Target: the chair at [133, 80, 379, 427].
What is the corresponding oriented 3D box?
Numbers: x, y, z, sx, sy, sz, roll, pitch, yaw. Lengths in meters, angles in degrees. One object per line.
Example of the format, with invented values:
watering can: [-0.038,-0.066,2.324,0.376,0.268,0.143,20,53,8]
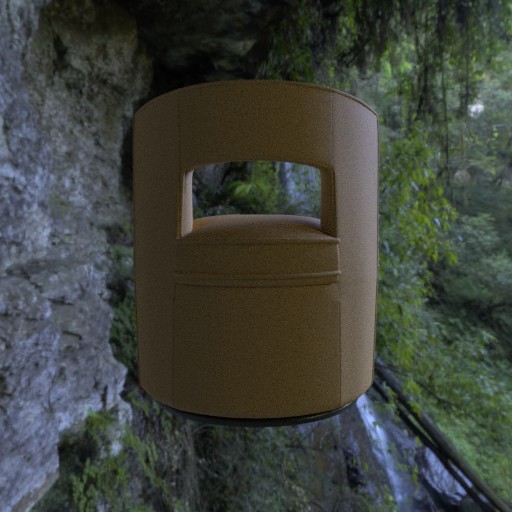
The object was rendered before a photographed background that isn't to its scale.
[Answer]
chair: [0.000,0.000,1.206,0.650,0.723,0.665,0,1,0]
